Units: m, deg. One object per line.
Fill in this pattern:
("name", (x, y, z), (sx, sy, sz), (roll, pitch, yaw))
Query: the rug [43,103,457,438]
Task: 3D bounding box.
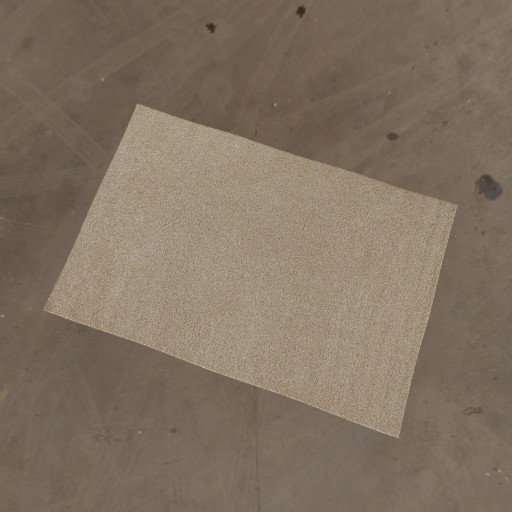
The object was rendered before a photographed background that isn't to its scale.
("rug", (0.000, 0.000, 3.364), (2.699, 0.025, 1.800), (19, 77, 4))
